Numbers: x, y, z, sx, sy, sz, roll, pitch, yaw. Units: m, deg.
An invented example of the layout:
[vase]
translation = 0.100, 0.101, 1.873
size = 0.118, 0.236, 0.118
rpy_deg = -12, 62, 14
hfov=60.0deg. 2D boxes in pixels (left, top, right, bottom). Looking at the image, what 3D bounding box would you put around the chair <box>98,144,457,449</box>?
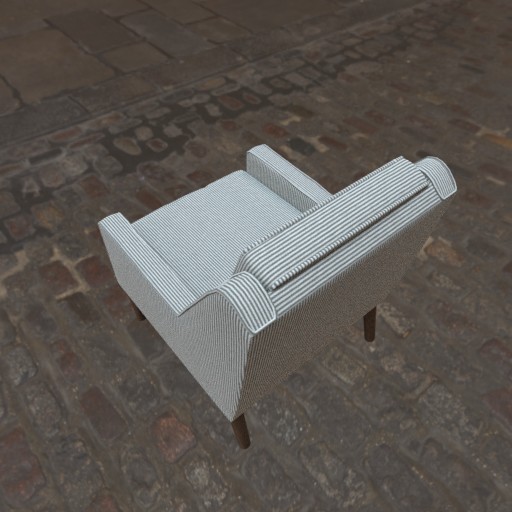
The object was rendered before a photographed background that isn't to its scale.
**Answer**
[chair]
translation = 0.000, 0.000, 1.338
size = 0.663, 0.792, 0.743
rpy_deg = -32, 54, -26
